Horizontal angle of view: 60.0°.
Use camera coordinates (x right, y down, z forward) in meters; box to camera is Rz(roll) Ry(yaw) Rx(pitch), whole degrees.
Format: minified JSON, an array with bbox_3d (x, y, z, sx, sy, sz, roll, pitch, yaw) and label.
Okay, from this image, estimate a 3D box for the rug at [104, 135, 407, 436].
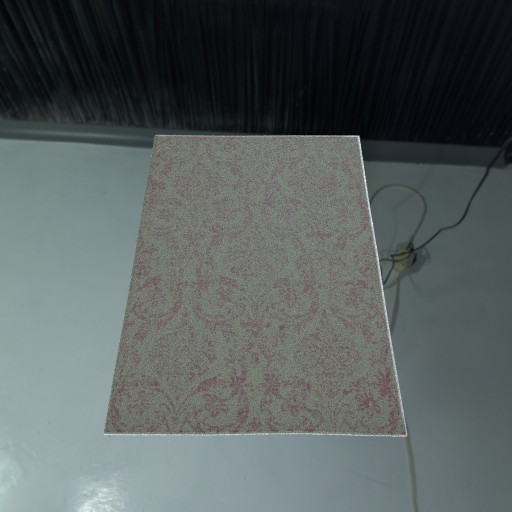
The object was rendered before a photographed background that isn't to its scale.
[{"bbox_3d":[0.000,0.000,2.897,1.598,0.014,2.202,0,59,0],"label":"rug"}]
